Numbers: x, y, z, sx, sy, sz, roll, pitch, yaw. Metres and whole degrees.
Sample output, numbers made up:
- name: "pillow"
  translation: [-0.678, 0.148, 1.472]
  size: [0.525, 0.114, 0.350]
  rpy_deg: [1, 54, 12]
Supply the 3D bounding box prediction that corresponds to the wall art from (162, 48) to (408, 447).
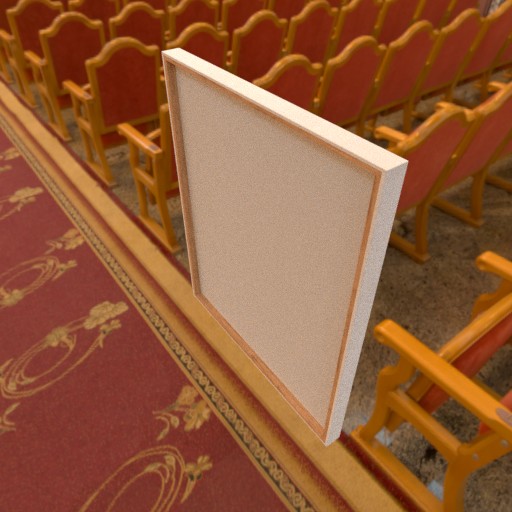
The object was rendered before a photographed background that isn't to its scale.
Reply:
- name: "wall art"
  translation: [0.000, 0.000, 0.822]
  size: [0.037, 0.606, 0.508]
  rpy_deg: [-26, 47, -27]
